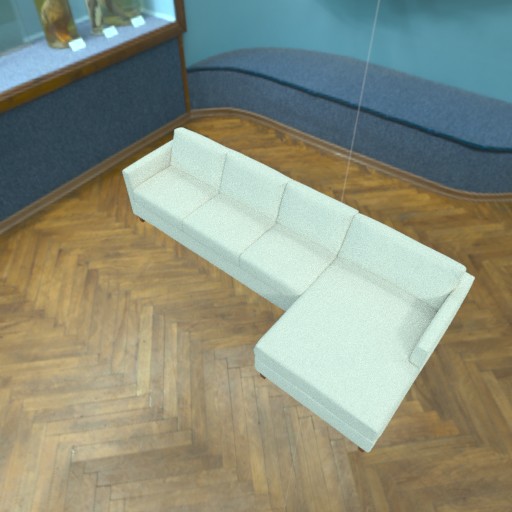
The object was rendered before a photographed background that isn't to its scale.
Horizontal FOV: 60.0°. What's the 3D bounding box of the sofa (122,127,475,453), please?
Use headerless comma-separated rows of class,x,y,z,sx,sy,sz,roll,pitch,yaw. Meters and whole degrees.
sofa,0.000,0.000,4.212,3.471,0.954,1.606,31,55,25
